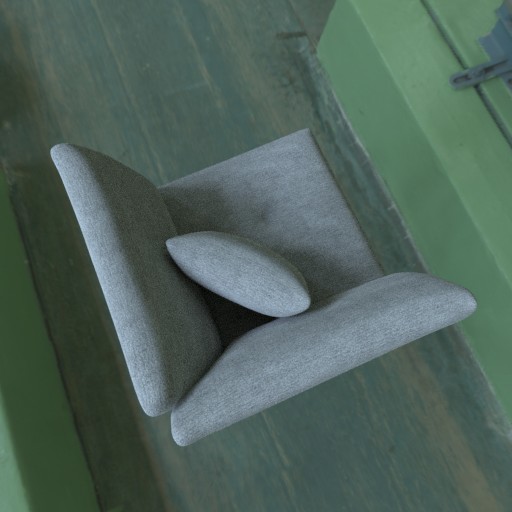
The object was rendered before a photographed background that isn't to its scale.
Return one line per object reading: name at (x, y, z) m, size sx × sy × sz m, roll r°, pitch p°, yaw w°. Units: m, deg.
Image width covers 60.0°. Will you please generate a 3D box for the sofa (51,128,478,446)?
sofa at (0.000, 0.000, 1.697) m, size 1.000 × 0.820 × 1.000 m, roll -23°, pitch 77°, yaw -6°
